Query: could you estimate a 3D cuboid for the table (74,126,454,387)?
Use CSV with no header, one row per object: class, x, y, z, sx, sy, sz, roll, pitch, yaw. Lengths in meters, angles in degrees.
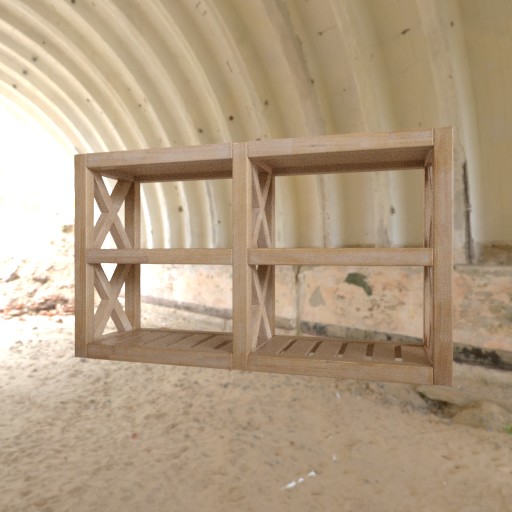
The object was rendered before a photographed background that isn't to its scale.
table,0.000,0.000,1.657,1.320,0.762,0.381,0,0,16
